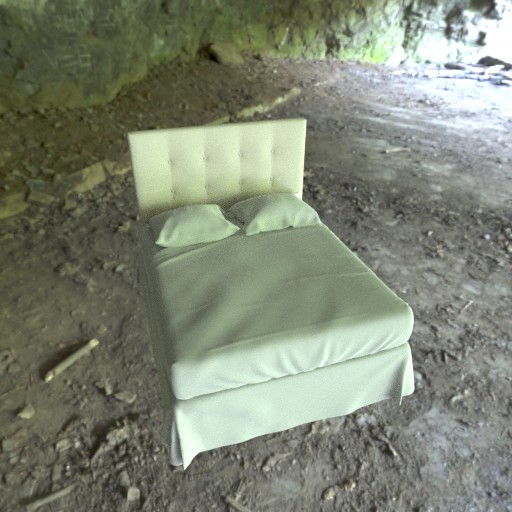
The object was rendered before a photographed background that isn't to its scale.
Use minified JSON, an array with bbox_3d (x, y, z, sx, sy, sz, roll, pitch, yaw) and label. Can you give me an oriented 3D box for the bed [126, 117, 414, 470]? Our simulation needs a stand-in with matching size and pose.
[{"bbox_3d":[0.000,0.000,3.508,1.936,1.577,2.222,-10,32,-16],"label":"bed"}]
